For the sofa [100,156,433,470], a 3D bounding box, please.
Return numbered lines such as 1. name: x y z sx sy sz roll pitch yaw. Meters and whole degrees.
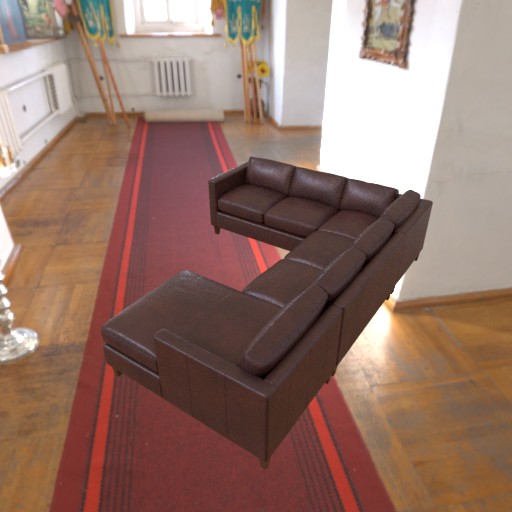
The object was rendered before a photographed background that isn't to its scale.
1. sofa: 0.000 0.000 4.435 2.452 0.891 3.324 20 36 29
